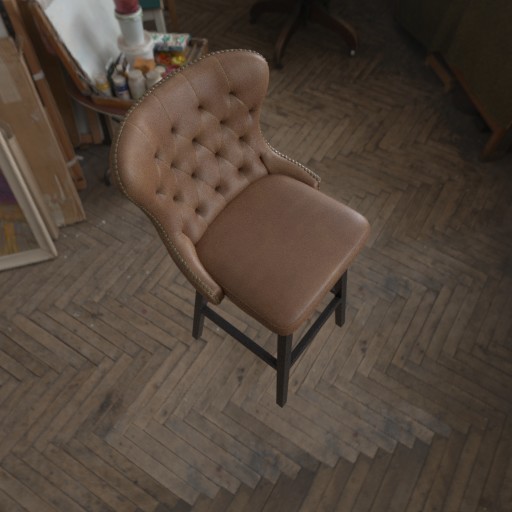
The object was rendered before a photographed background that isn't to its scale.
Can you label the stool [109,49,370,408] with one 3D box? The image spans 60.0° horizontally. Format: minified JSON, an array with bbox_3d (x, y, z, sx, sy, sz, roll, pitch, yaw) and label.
[{"bbox_3d":[0.000,0.000,1.410,0.601,1.050,0.528,34,65,18],"label":"stool"}]
